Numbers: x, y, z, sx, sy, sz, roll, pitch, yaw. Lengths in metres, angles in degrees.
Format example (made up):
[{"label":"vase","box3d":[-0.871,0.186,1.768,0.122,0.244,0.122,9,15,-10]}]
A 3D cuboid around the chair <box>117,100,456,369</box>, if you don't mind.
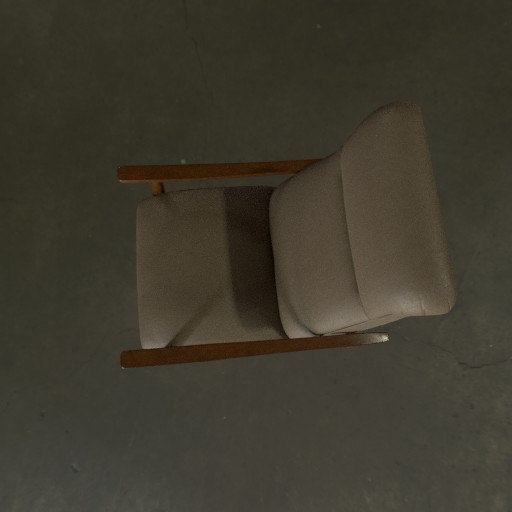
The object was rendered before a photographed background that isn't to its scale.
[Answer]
[{"label":"chair","box3d":[0.000,0.000,1.717,1.014,1.082,0.762,-5,77,-1]}]
